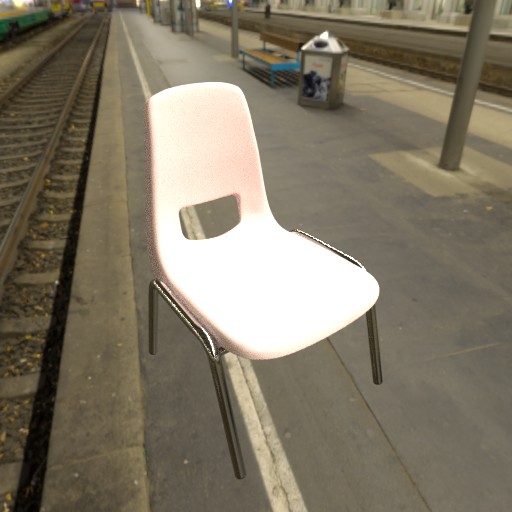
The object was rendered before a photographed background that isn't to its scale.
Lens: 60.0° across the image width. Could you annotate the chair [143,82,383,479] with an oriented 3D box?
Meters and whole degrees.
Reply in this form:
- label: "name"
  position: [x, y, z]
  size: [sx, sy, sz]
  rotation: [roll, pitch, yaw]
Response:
- label: "chair"
  position: [0.000, 0.000, 0.795]
  size: [0.354, 0.537, 0.385]
  rotation: [-21, 36, -31]
